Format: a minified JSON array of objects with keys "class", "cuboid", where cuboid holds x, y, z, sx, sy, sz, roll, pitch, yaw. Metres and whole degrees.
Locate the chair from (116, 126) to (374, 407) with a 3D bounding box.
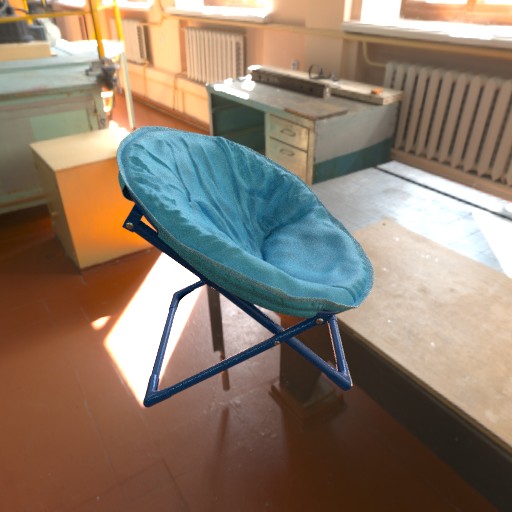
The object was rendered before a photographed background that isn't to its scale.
[{"class":"chair","cuboid":[0.000,0.000,0.886,0.465,0.478,0.520,0,31,0]}]
